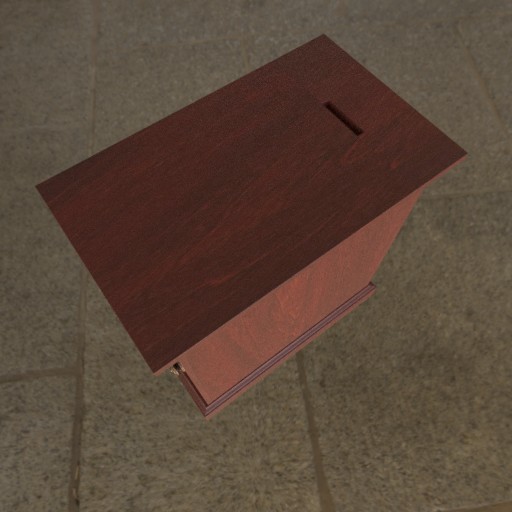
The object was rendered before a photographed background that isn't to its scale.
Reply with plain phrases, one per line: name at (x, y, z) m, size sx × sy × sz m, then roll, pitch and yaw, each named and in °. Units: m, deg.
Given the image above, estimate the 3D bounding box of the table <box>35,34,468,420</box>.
table at (0.000, 0.000, 0.970) m, size 0.584 × 0.612 × 0.356 m, roll -34°, pitch 68°, yaw -15°
